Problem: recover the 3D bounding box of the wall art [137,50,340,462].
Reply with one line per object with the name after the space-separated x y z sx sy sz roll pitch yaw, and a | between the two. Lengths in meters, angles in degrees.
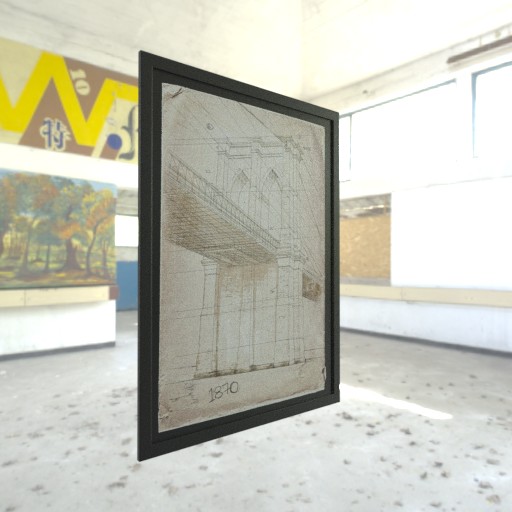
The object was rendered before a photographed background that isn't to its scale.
0.000 0.000 1.266 0.707 0.967 0.013 1 -1 -39 | wall art
